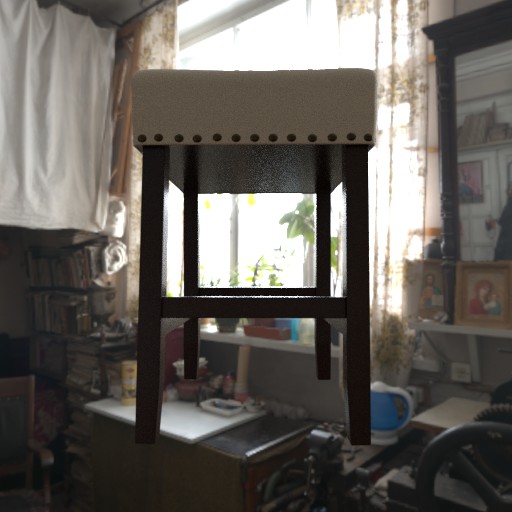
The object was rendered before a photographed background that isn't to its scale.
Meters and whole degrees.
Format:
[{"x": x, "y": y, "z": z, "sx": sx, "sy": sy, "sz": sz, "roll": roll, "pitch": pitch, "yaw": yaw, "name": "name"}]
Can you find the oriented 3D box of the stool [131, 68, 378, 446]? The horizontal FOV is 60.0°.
[{"x": 0.000, "y": 0.000, "z": 0.931, "sx": 0.401, "sy": 0.609, "sz": 0.471, "roll": 0, "pitch": -2, "yaw": 1, "name": "stool"}]
